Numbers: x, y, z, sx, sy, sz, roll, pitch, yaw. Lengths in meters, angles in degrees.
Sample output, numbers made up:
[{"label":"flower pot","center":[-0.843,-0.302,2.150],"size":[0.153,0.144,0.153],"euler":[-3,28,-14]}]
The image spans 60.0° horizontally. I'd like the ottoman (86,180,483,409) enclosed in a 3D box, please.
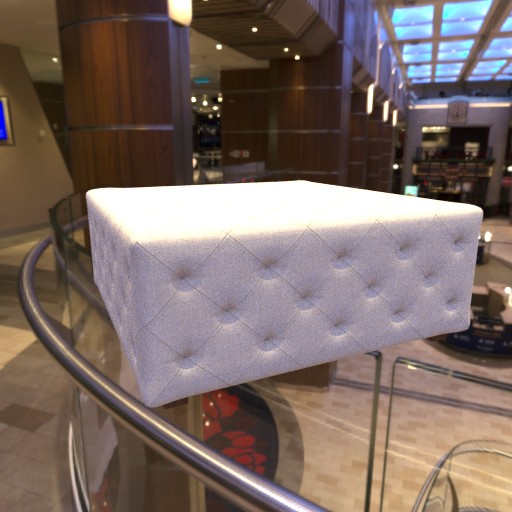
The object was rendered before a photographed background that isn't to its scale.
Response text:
[{"label":"ottoman","center":[0.000,0.000,1.587],"size":[1.028,0.439,1.028],"euler":[-7,16,-25]}]
